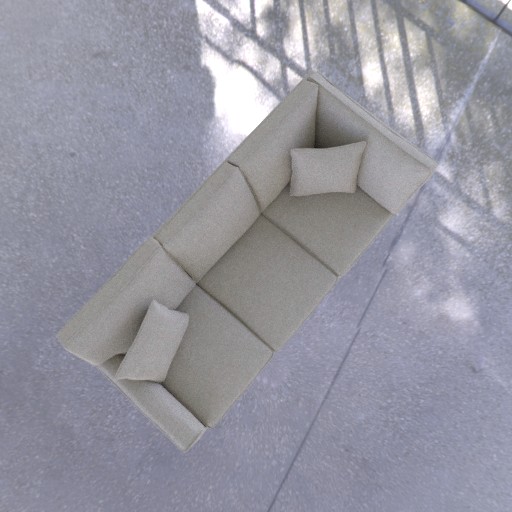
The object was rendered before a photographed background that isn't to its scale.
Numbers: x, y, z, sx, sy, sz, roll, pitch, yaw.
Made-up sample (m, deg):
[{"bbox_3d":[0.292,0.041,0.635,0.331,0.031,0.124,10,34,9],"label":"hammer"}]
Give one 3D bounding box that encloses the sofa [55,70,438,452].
[{"bbox_3d":[0.000,0.000,2.920,1.061,0.962,2.317,40,80,9],"label":"sofa"}]
